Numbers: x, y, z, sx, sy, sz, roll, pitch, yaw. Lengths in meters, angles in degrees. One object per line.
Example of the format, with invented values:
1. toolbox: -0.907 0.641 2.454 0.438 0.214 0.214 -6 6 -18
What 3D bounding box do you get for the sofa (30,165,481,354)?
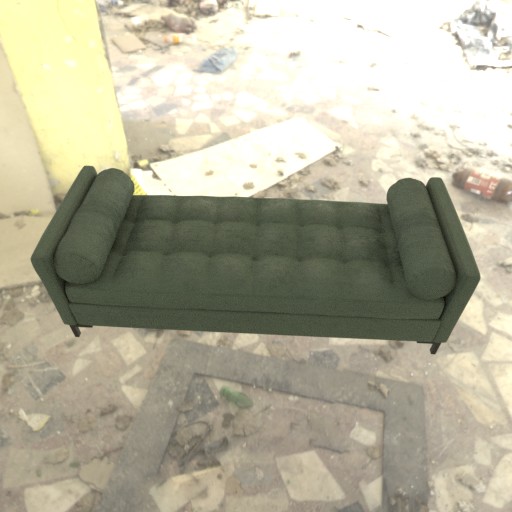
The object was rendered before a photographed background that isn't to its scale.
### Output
1. sofa: 0.000 0.000 2.534 2.130 0.681 0.817 2 46 2
